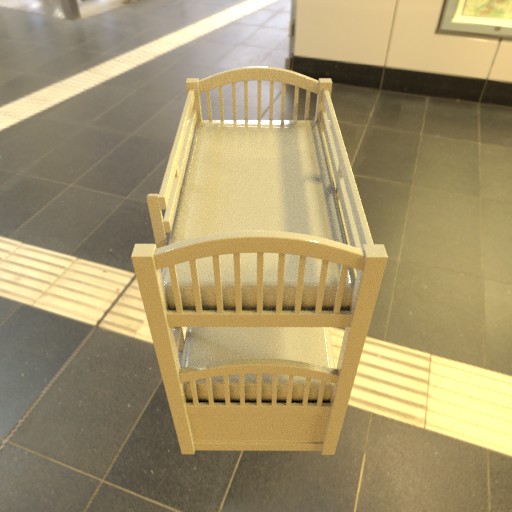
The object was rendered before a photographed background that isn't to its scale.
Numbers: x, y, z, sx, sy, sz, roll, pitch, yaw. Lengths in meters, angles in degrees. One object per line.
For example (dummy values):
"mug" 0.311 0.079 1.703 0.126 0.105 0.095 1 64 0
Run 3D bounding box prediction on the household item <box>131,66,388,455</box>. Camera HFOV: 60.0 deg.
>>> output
"household item" 0.000 0.000 3.269 1.143 2.032 2.032 0 42 0
